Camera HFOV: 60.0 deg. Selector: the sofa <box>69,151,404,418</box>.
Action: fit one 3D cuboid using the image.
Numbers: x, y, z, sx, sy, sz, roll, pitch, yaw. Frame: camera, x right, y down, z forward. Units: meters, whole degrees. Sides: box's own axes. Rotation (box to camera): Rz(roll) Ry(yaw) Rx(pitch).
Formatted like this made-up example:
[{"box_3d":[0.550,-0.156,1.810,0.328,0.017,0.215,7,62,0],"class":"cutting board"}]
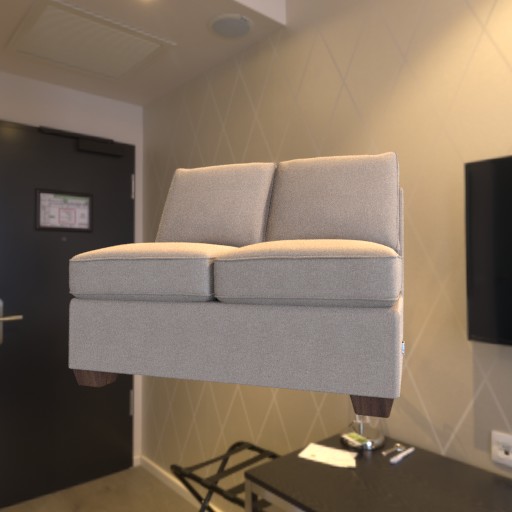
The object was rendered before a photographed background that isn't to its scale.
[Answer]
[{"box_3d":[0.000,0.000,1.946,1.232,1.006,0.978,0,-1,19],"class":"sofa"}]
